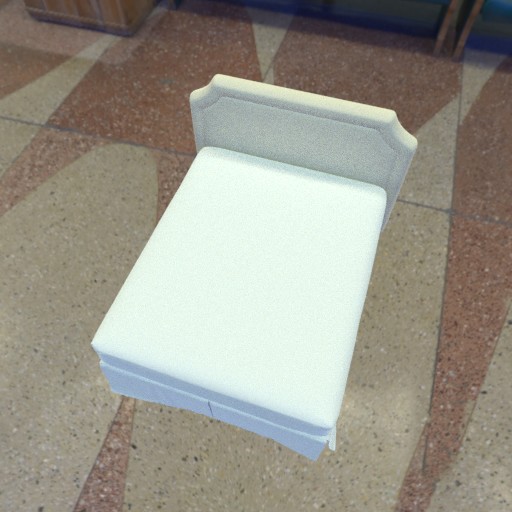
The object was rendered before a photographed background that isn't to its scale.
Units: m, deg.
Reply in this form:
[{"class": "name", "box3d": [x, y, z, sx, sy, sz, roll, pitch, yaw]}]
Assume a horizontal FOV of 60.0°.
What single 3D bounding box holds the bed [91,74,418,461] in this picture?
[{"class": "bed", "box3d": [0.000, 0.000, 3.234, 1.827, 1.296, 2.209, 16, 58, 10]}]
